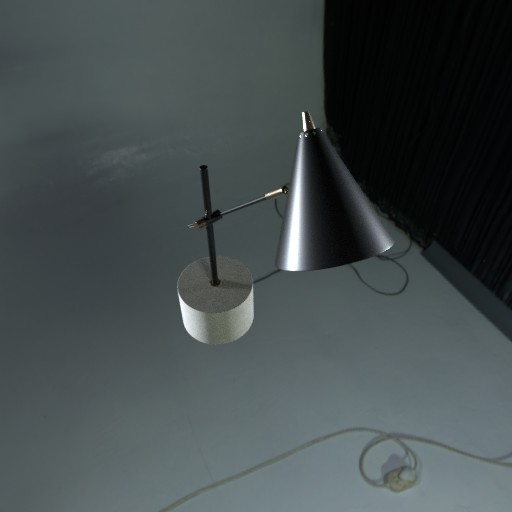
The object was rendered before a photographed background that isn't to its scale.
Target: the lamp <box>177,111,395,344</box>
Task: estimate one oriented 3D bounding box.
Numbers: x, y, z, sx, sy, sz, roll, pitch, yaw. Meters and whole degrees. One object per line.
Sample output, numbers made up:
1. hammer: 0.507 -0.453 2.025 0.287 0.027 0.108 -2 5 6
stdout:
1. lamp: 0.000 0.000 0.723 0.214 0.518 0.403 -23 50 -21
